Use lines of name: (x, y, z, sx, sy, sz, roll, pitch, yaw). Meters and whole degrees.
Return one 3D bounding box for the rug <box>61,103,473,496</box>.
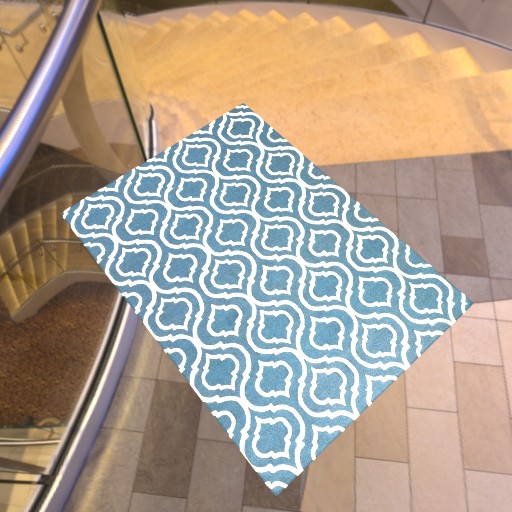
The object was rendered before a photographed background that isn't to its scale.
rug: (0.000, 0.000, 4.325, 2.438, 0.010, 3.353, -37, 68, -18)
